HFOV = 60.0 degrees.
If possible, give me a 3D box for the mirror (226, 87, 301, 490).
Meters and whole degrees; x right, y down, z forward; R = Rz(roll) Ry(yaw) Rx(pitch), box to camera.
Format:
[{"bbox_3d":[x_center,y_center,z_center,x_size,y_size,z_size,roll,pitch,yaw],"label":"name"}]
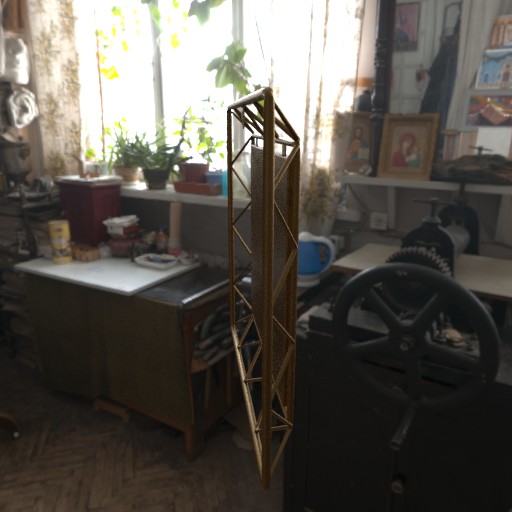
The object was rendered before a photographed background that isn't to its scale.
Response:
[{"bbox_3d":[0.000,0.000,0.618,0.046,0.414,0.416,-2,17,-8],"label":"mirror"}]
